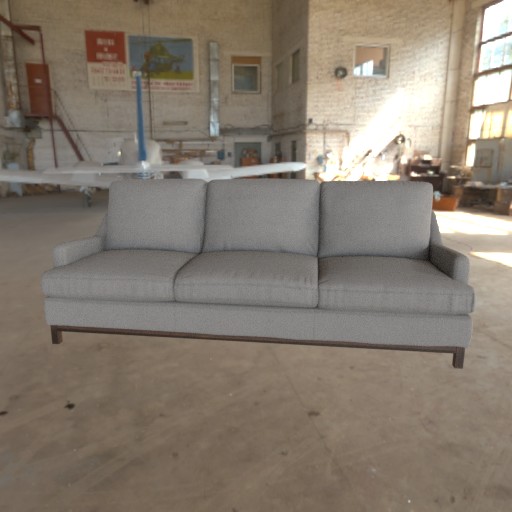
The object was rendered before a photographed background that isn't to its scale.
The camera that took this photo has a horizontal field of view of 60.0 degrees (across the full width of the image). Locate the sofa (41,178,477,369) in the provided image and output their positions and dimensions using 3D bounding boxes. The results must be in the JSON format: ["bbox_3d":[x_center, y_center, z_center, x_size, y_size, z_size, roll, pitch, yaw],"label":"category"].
[{"bbox_3d":[0.000,0.000,2.770,2.344,0.926,0.987,2,13,8],"label":"sofa"}]
